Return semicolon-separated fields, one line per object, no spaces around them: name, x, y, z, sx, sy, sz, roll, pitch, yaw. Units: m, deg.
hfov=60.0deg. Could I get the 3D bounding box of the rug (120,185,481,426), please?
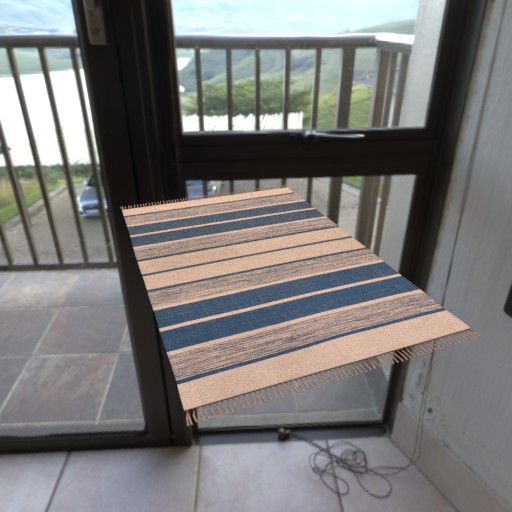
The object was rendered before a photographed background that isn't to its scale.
rug;0.000;0.000;3.012;1.532;0.010;2.441;-11;31;-18
